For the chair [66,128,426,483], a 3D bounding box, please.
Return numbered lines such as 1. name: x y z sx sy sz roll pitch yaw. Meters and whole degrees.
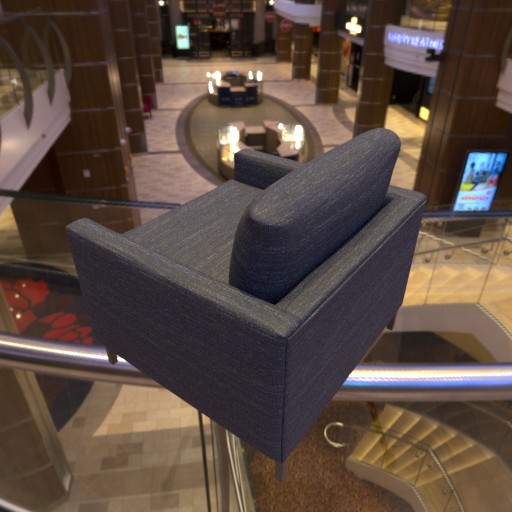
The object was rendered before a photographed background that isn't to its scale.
1. chair: 0.000 0.000 1.608 0.866 0.861 0.963 22 39 30
